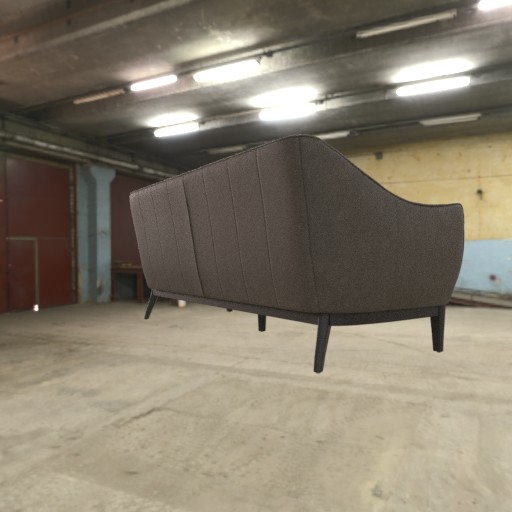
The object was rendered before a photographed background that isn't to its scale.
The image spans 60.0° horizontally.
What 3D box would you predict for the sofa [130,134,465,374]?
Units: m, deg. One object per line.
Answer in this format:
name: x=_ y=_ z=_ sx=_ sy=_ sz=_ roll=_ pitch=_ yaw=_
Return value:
sofa: x=0.000 y=0.000 z=2.405 sx=0.869 sy=0.831 sz=1.928 roll=0 pitch=0 yaw=-35
